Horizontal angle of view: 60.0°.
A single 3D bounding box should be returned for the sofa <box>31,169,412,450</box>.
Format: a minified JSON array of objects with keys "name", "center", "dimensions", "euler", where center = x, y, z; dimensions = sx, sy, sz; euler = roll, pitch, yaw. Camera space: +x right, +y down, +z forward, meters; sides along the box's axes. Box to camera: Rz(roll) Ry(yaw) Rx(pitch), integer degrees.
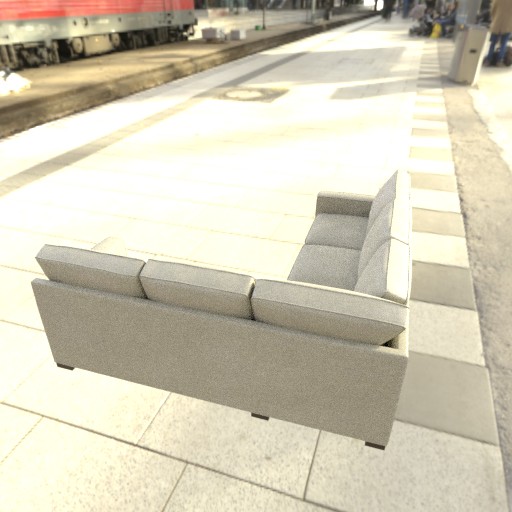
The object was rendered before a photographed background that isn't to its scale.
[{"name":"sofa","center":[0.000,0.000,3.379],"dimensions":[2.211,0.936,2.188],"euler":[9,32,14]}]
